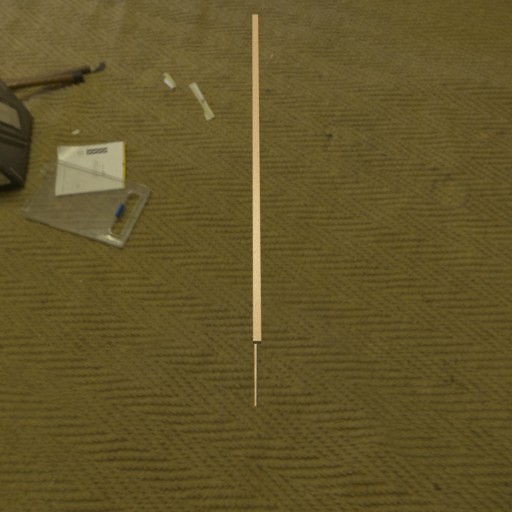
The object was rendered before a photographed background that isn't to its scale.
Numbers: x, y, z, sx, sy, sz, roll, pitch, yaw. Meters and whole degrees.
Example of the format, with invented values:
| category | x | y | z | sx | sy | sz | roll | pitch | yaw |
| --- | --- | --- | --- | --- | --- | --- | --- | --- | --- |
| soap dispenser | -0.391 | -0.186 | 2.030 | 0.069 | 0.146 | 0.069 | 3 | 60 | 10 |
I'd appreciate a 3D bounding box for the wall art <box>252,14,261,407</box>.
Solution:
| category | x | y | z | sx | sy | sz | roll | pitch | yaw |
| --- | --- | --- | --- | --- | --- | --- | --- | --- | --- |
| wall art | 0.000 | 0.000 | 1.326 | 0.013 | 1.016 | 0.758 | 0 | 66 | 0 |
